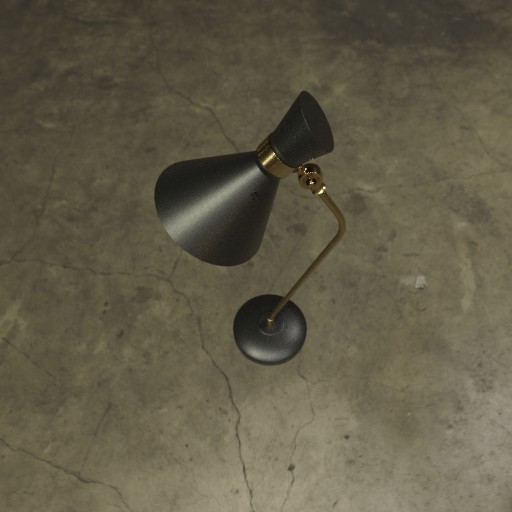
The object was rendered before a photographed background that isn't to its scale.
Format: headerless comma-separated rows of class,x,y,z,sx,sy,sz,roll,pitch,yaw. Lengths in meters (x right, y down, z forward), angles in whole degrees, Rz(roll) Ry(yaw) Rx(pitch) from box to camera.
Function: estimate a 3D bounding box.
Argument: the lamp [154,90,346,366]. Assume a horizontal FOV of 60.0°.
lamp,0.000,0.000,0.788,0.292,0.647,0.189,0,56,0
